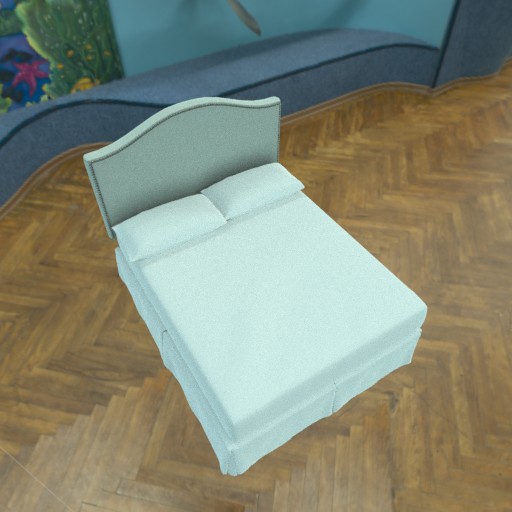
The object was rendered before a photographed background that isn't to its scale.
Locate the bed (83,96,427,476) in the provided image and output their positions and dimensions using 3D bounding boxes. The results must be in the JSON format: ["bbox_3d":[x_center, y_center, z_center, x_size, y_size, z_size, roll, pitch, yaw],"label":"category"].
[{"bbox_3d":[0.000,0.000,3.416,1.813,1.607,2.180,-25,51,-21],"label":"bed"}]
